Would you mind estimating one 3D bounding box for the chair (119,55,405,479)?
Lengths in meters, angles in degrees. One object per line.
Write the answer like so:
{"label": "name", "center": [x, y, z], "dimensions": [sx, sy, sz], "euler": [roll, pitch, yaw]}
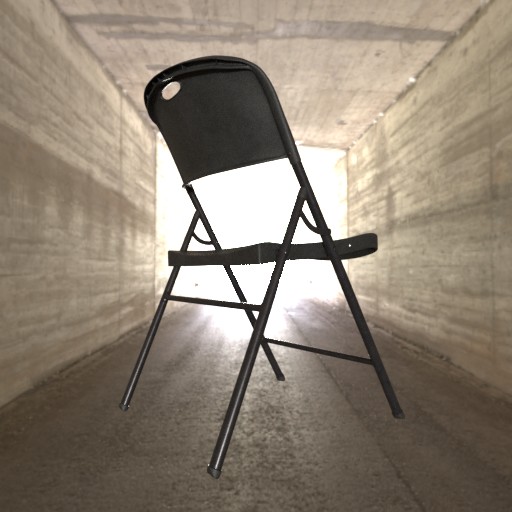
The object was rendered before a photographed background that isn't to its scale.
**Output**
{"label": "chair", "center": [0.000, 0.000, 1.144], "dimensions": [0.566, 0.810, 0.494], "euler": [1, -2, -36]}
